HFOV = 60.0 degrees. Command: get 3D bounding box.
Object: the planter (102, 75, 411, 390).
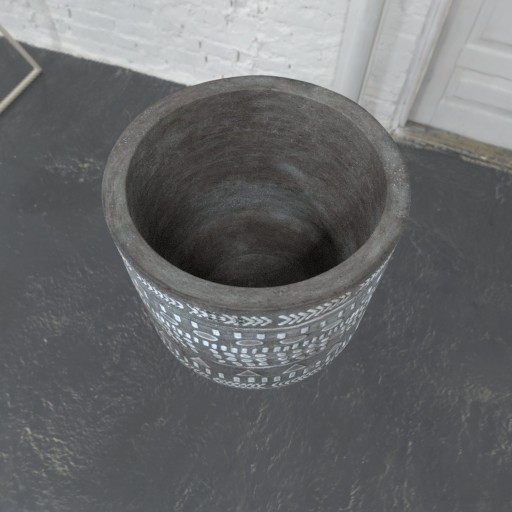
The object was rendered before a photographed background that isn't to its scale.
[{"bbox_3d":[0.000,0.000,0.267,0.142,0.149,0.142,0,58,0],"label":"planter"}]
